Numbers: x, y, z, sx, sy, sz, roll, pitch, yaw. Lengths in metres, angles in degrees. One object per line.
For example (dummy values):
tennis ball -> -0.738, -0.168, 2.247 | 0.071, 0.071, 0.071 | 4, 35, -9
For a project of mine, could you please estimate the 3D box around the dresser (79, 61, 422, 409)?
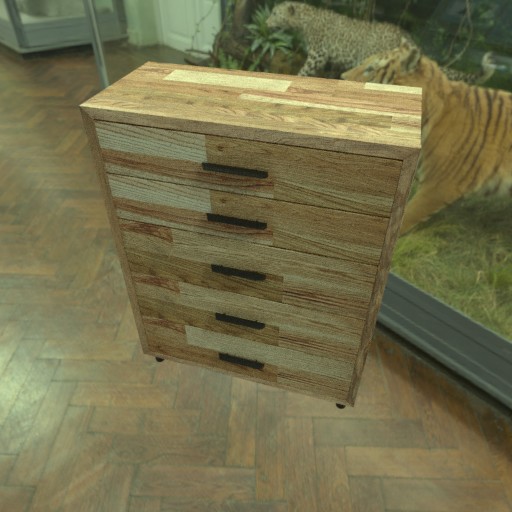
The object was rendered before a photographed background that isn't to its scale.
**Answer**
dresser -> 0.000, 0.000, 1.741 | 0.966, 1.243, 0.480 | 11, 41, 13
